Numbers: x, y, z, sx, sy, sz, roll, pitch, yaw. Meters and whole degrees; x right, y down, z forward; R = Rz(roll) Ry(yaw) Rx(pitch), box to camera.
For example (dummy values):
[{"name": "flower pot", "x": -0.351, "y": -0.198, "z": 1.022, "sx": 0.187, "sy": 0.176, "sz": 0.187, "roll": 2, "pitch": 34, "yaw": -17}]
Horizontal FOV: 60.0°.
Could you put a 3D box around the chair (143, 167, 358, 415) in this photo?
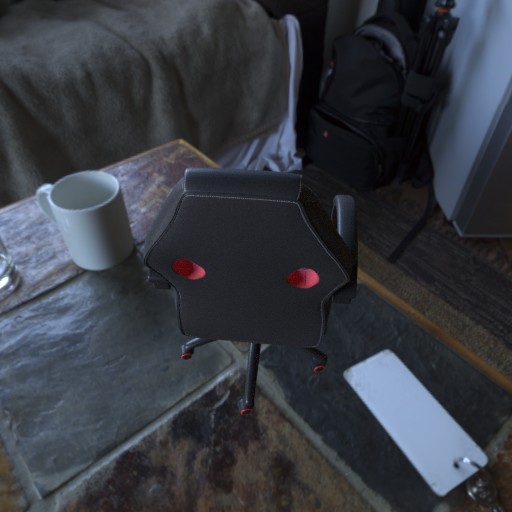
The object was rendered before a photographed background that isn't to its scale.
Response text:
[{"name": "chair", "x": 0.000, "y": 0.000, "z": 1.598, "sx": 0.673, "sy": 1.187, "sz": 0.724, "roll": 4, "pitch": 47, "yaw": 4}]
